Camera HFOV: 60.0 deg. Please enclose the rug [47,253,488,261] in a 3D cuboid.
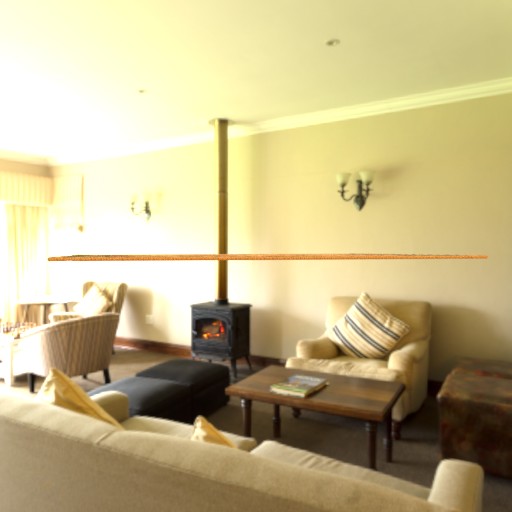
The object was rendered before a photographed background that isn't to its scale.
[{"bbox_3d":[0.000,0.000,2.312,1.840,0.015,1.225,0,1,-18],"label":"rug"}]
